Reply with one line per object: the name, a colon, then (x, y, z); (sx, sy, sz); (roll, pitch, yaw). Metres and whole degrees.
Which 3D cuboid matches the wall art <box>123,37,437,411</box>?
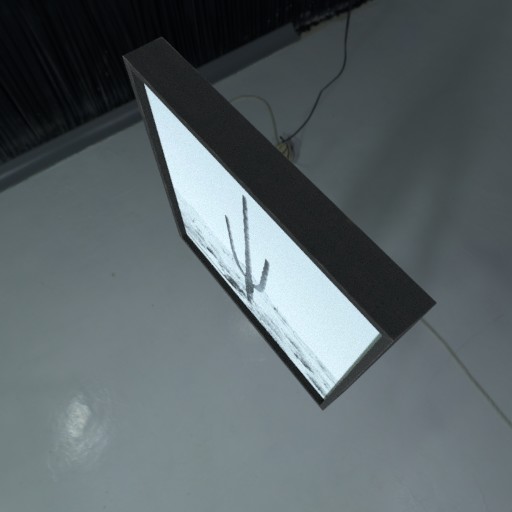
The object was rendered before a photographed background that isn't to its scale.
wall art: (0.000, 0.000, 0.452); (0.038, 0.305, 0.305); (-35, 69, -16)
